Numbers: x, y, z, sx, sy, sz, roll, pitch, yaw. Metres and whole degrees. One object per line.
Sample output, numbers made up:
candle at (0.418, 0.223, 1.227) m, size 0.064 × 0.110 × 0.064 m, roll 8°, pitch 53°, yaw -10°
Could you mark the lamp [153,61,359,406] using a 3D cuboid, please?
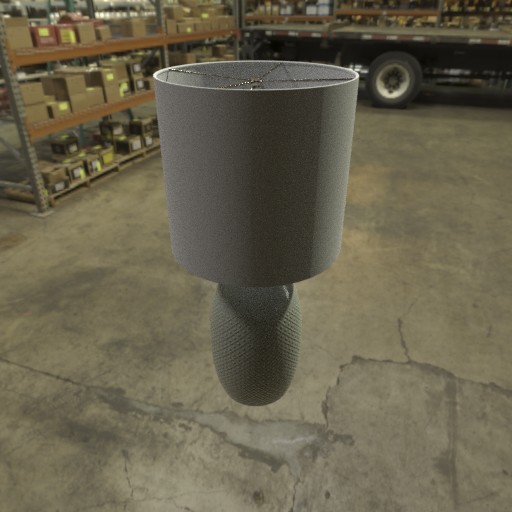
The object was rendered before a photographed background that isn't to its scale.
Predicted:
lamp at (0.000, 0.000, 0.587) m, size 0.217 × 0.453 × 0.217 m, roll 10°, pitch 31°, yaw 17°
